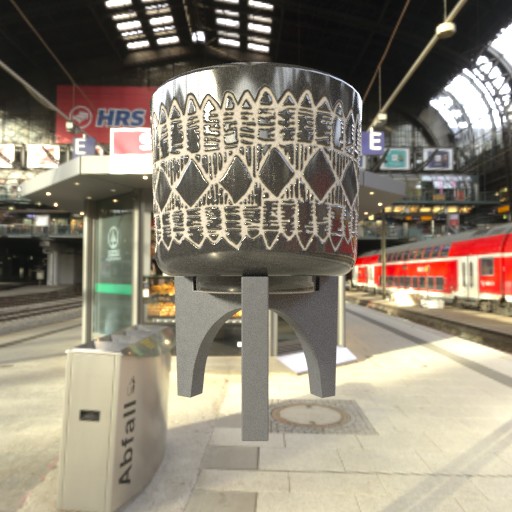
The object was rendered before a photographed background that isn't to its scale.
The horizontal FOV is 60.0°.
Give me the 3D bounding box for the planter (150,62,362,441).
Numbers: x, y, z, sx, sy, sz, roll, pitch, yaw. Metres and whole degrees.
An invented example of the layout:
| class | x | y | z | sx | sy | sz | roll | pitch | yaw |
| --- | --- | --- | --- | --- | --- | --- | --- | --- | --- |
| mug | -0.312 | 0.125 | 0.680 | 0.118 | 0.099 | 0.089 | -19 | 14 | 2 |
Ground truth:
| class | x | y | z | sx | sy | sz | roll | pitch | yaw |
| --- | --- | --- | --- | --- | --- | --- | --- | --- | --- |
| planter | 0.000 | 0.000 | 0.530 | 0.251 | 0.355 | 0.251 | 0 | -2 | 0 |
